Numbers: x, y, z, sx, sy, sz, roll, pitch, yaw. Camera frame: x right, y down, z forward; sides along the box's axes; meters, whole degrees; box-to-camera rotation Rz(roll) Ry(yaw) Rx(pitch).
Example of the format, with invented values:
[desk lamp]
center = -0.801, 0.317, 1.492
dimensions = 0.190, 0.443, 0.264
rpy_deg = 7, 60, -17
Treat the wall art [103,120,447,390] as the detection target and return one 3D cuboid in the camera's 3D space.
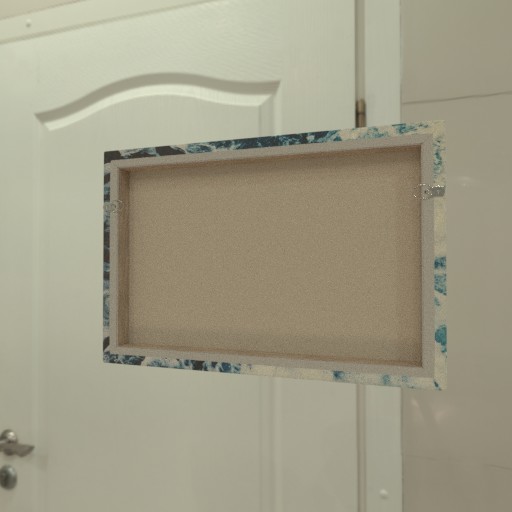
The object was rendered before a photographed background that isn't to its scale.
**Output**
[wall art]
center = 0.000, 0.000, 0.773
dimensions = 0.609, 0.407, 0.043
rpy_deg = 0, -1, 18
